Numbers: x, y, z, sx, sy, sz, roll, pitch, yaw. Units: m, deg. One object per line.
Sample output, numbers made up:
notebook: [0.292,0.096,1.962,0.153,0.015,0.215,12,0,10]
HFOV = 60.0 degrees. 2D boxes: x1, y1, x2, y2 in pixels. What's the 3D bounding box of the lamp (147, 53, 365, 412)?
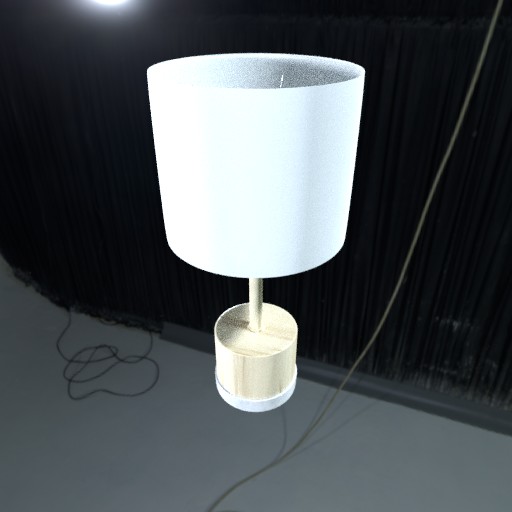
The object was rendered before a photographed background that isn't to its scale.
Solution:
lamp: [0.000,0.000,0.594,0.229,0.470,0.229,10,33,16]
